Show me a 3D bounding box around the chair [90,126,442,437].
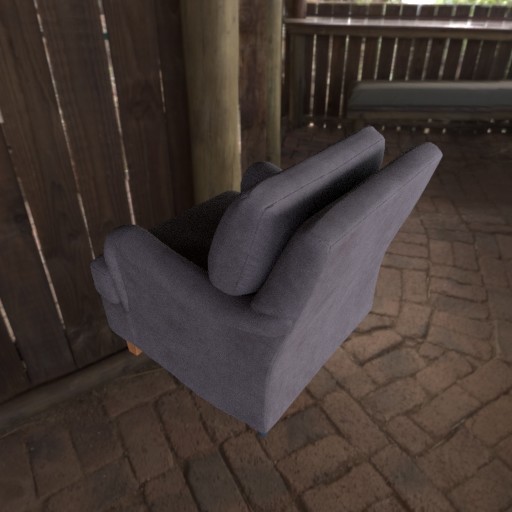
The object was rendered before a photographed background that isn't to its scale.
[{"bbox_3d":[0.000,0.000,1.821,1.070,0.997,0.955,22,38,31],"label":"chair"}]
